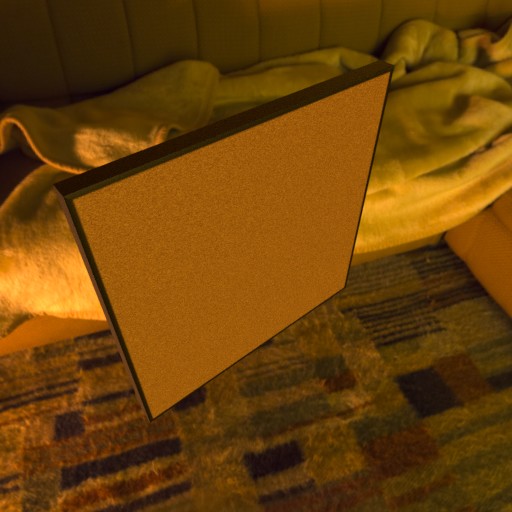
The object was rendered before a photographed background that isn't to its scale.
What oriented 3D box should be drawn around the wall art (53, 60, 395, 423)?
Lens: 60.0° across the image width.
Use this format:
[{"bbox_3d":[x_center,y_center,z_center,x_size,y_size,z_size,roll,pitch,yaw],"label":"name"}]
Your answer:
[{"bbox_3d":[0.000,0.000,0.741,0.513,0.511,0.028,-30,52,-26],"label":"wall art"}]
